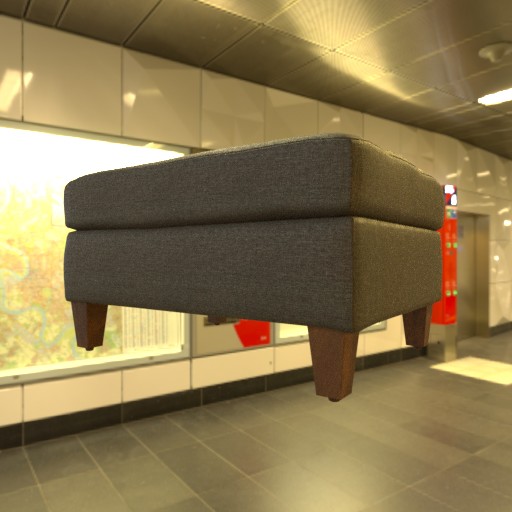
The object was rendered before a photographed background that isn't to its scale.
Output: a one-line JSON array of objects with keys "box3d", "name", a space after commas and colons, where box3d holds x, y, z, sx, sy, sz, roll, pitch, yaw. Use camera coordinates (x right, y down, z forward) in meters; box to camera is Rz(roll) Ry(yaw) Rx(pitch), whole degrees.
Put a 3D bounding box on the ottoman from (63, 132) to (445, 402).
[{"box3d": [0.000, 0.000, 1.173, 0.826, 0.496, 0.639, 0, 0, 35], "name": "ottoman"}]
